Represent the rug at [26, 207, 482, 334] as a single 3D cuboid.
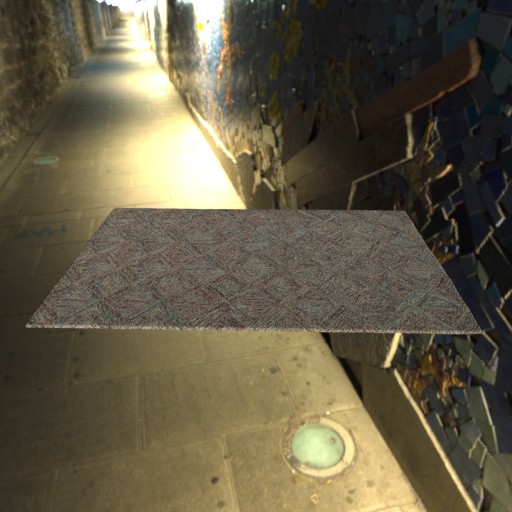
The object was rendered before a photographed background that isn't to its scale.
[{"bbox_3d":[0.000,0.000,2.186,1.761,0.014,1.143,1,30,1],"label":"rug"}]
